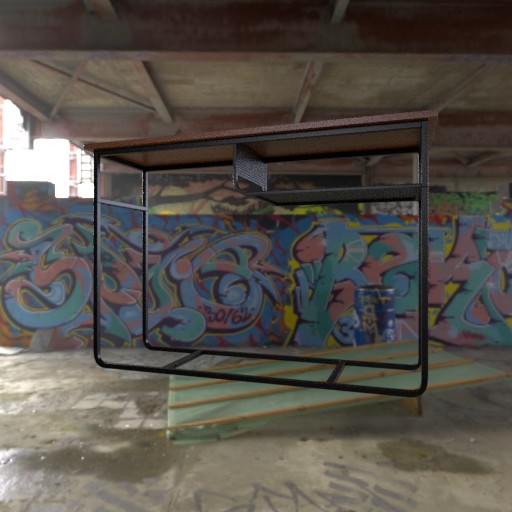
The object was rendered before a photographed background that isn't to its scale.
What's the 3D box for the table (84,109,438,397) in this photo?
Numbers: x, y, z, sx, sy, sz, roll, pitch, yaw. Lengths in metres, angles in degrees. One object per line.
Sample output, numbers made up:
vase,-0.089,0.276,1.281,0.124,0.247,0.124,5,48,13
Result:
table,0.000,0.000,1.475,1.100,0.750,0.350,0,0,19
